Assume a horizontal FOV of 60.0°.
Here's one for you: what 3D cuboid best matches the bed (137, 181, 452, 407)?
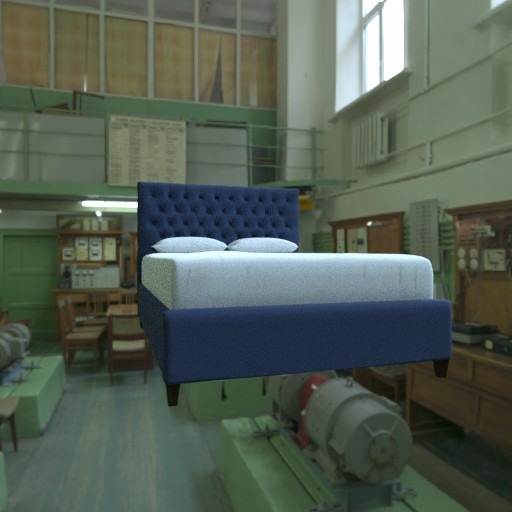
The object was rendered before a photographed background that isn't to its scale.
[{"bbox_3d":[0.000,0.000,3.484,1.706,1.427,2.387,0,1,-18],"label":"bed"}]
